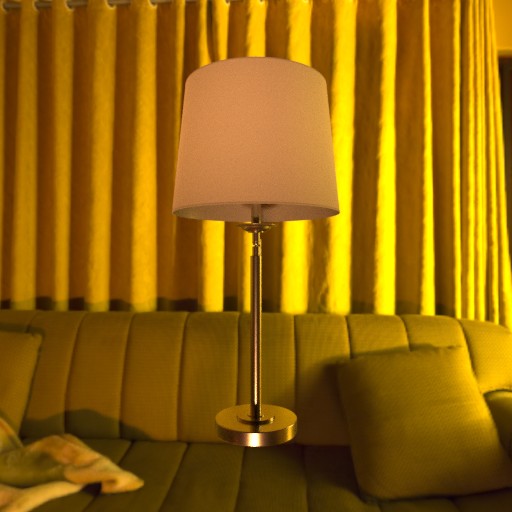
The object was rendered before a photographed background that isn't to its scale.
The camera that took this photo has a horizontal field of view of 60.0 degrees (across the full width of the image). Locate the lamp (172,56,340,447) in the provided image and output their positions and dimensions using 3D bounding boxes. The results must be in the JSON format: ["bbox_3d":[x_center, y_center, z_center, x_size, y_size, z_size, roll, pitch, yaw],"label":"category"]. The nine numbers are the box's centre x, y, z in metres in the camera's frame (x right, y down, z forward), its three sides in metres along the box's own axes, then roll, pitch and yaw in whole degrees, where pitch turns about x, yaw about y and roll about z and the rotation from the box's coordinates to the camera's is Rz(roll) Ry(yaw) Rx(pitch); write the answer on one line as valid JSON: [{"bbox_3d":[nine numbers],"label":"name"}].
[{"bbox_3d":[0.000,0.000,0.891,0.333,0.696,0.333,0,-1,0],"label":"lamp"}]
